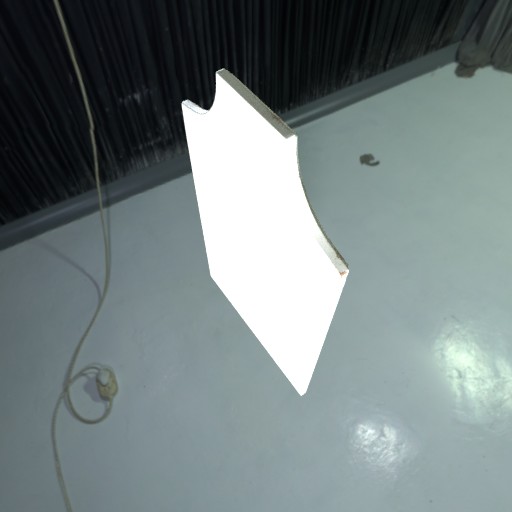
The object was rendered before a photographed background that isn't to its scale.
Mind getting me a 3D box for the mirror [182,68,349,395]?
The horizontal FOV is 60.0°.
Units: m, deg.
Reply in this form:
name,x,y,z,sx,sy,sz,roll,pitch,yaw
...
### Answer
name,x,y,z,sx,sy,sz,roll,pitch,yaw
mirror,0.000,0.000,0.844,0.022,0.717,0.403,-31,63,-18
